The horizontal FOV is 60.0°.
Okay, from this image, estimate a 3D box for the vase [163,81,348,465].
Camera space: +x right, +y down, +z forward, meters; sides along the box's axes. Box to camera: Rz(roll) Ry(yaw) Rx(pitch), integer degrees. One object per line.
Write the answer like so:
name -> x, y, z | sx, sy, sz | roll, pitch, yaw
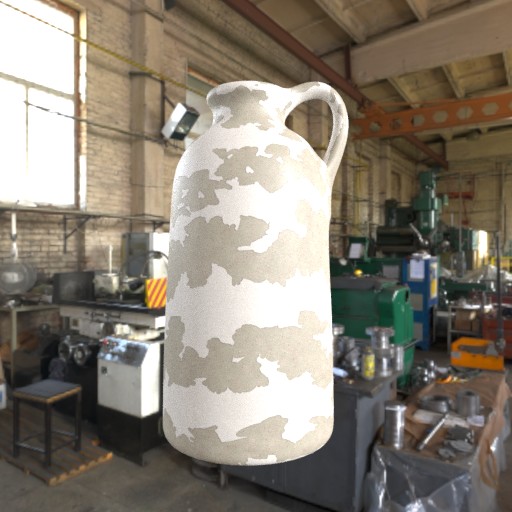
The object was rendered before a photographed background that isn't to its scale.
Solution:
vase -> 0.000, 0.000, 0.490 | 0.203, 0.382, 0.186 | 0, 0, 1
